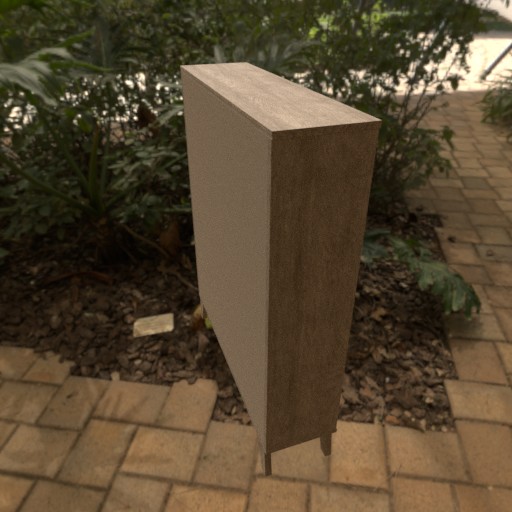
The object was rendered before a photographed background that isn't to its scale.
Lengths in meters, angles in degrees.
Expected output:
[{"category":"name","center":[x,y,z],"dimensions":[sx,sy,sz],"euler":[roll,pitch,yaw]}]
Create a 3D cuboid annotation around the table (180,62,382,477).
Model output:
[{"category":"table","center":[0.000,0.000,1.560],"dimensions":[0.256,1.135,0.902],"euler":[-10,33,-17]}]
